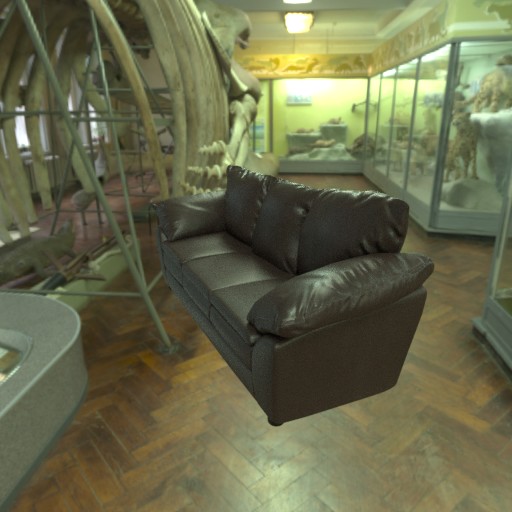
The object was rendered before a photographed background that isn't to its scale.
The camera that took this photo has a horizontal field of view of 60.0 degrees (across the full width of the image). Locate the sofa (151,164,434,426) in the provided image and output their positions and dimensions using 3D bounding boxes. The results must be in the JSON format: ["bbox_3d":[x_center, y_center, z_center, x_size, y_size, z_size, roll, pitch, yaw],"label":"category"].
[{"bbox_3d":[0.000,0.000,2.974,0.907,1.091,2.390,-8,20,-24],"label":"sofa"}]
